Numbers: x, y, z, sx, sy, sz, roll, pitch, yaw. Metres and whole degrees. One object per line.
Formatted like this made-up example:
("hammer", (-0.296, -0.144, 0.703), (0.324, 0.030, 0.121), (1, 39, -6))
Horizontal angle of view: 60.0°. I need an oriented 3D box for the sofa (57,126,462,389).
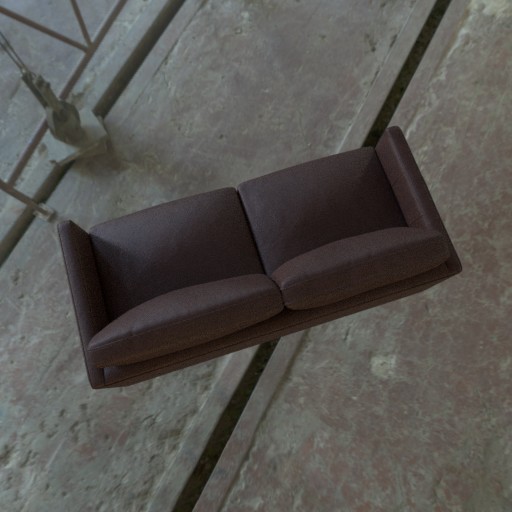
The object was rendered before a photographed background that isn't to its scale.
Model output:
("sofa", (0.000, 0.000, 2.539), (1.971, 0.863, 0.923), (-17, 76, -4))
